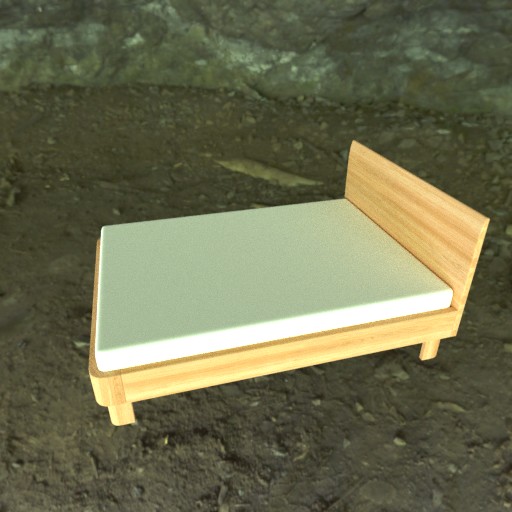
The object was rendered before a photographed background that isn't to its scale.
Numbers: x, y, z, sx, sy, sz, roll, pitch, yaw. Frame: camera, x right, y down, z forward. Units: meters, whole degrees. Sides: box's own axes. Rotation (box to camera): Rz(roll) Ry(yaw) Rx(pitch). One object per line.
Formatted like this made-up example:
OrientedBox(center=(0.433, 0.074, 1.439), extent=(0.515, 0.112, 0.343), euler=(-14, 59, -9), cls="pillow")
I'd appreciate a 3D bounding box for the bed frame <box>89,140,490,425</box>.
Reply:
OrientedBox(center=(0.000, 0.000, 2.806), extent=(1.992, 0.940, 1.472), euler=(-8, 31, -13), cls="bed frame")
